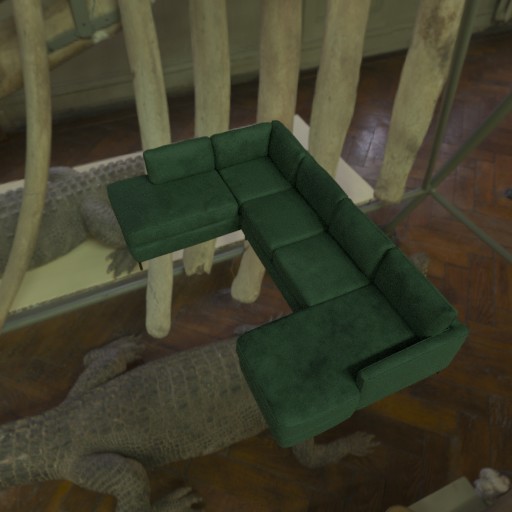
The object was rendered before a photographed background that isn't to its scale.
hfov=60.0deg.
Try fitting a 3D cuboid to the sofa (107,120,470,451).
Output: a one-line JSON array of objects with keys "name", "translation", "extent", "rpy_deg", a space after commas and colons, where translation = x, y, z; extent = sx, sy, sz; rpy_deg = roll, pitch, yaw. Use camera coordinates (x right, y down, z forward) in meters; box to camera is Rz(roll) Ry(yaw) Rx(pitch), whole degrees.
[{"name": "sofa", "translation": [0.000, 0.000, 3.867], "extent": [1.992, 0.861, 2.994], "rpy_deg": [-19, 50, -17]}]
